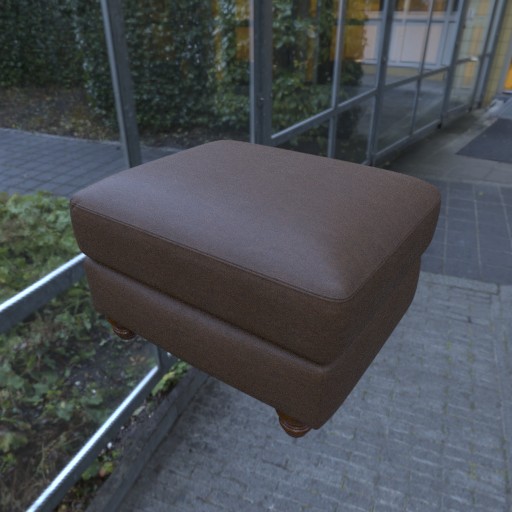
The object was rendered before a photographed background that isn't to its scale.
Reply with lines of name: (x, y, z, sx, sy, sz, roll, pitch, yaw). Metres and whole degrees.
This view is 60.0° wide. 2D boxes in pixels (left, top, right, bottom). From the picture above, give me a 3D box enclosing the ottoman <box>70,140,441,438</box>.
ottoman: (0.000, 0.000, 1.211, 0.787, 0.508, 0.635, 19, 35, 30)
